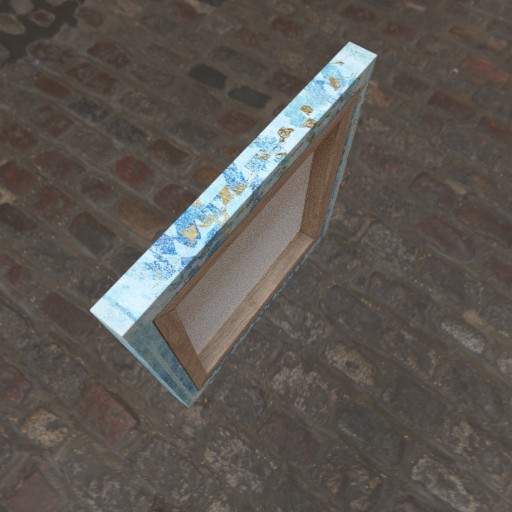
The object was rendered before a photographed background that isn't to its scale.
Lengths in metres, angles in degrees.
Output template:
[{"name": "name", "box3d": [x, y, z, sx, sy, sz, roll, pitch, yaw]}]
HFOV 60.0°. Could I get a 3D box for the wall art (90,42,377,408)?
[{"name": "wall art", "box3d": [0.000, 0.000, 0.610, 0.037, 0.405, 0.405, 34, 68, 16]}]
